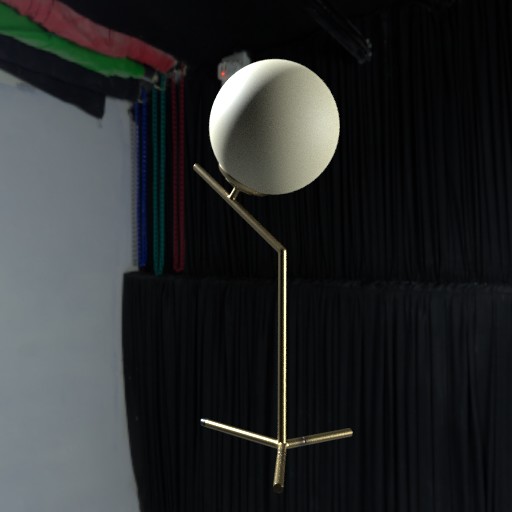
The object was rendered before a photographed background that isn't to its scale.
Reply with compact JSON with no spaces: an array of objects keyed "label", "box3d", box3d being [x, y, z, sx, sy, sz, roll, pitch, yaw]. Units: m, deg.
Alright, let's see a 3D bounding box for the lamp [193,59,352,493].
[{"label":"lamp","box3d":[0.000,0.000,0.660,0.251,0.552,0.210,0,0,36]}]
